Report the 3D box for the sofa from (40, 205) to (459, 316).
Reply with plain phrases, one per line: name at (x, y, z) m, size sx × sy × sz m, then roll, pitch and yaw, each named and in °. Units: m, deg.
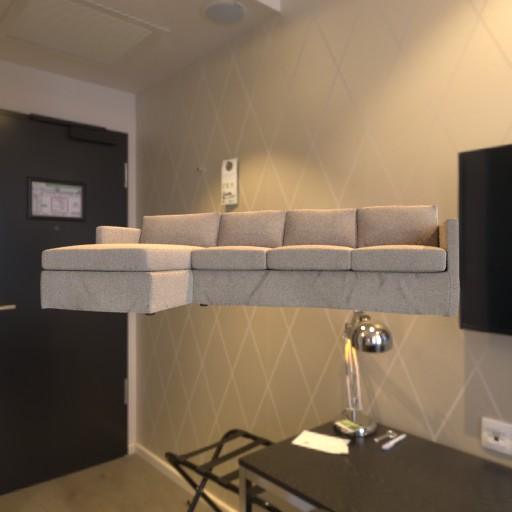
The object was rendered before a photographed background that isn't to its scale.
sofa at (0.000, 0.000, 3.832) m, size 3.198 × 0.920 × 1.638 m, roll 0°, pitch 0°, yaw 18°
